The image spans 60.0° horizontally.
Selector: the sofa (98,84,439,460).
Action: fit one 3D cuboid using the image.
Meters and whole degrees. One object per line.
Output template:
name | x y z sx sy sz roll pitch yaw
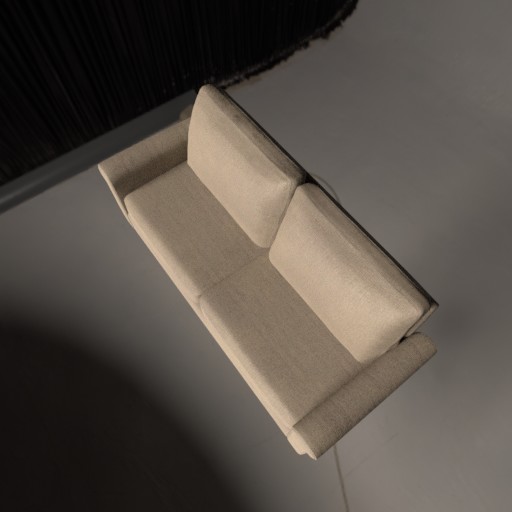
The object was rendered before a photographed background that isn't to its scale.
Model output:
sofa | 0.000 0.000 2.426 0.842 0.942 1.935 -34 68 -16
